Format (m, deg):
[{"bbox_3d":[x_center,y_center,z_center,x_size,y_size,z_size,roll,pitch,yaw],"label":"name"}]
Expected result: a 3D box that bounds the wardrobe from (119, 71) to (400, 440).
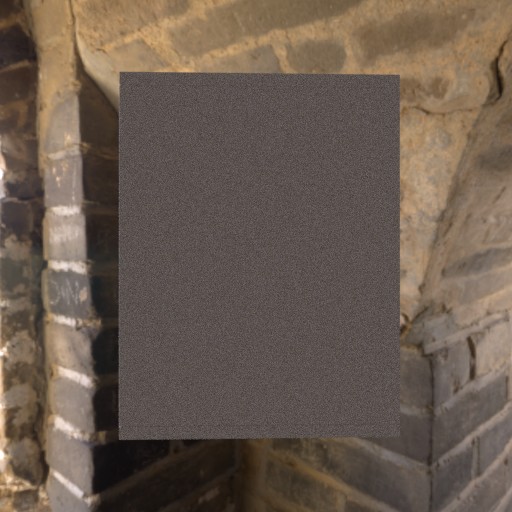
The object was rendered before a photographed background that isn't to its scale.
[{"bbox_3d":[0.000,0.000,0.880,0.400,0.520,0.500,0,0,-2],"label":"wardrobe"}]
